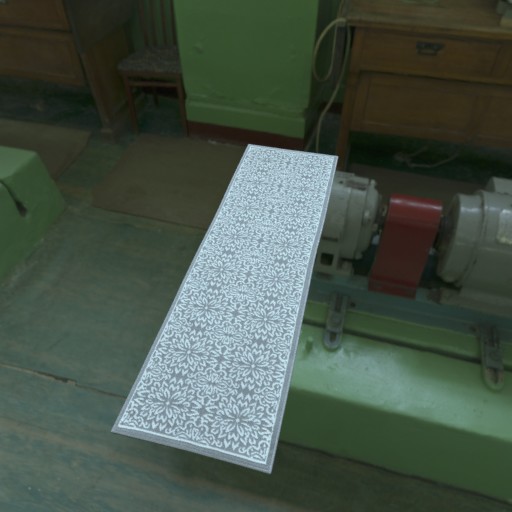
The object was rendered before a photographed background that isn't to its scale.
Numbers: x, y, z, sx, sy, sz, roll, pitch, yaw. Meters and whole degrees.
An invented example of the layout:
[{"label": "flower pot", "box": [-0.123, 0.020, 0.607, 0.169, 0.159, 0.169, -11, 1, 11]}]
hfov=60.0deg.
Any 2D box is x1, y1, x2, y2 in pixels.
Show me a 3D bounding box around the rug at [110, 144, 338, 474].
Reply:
[{"label": "rug", "box": [0.000, 0.000, 2.464, 0.662, 0.011, 2.196, 10, 47, 10]}]
